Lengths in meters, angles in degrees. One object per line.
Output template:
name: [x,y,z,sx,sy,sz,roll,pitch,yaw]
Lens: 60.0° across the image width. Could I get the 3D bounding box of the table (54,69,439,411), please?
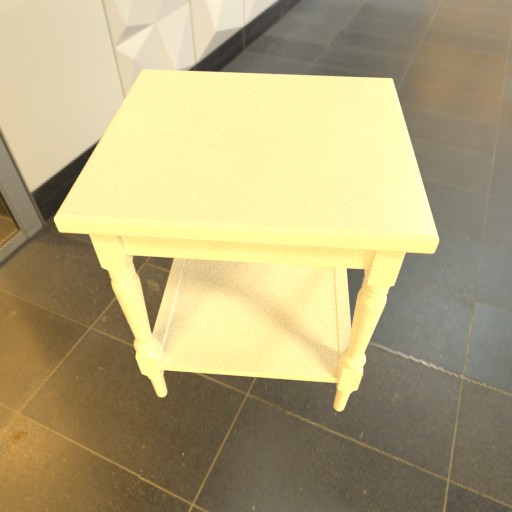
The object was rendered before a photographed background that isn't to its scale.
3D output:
table: [0.000,0.000,0.910,0.488,0.565,0.442,3,47,3]
